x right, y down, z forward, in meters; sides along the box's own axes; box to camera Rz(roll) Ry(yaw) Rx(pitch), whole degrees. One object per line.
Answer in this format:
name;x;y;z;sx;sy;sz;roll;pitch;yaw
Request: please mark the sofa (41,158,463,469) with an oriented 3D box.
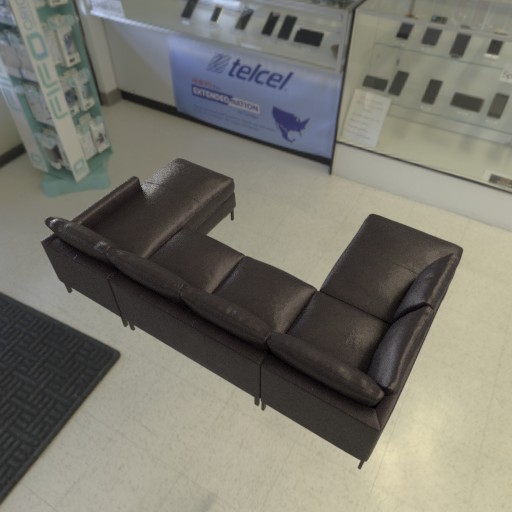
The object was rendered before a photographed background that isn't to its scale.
sofa;0.000;0.000;3.756;2.956;0.900;1.939;25;51;22
